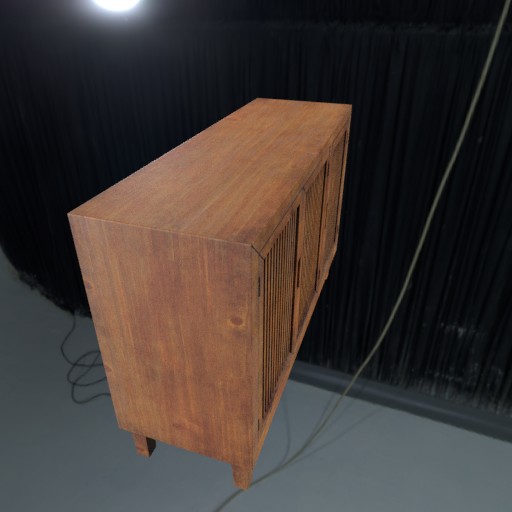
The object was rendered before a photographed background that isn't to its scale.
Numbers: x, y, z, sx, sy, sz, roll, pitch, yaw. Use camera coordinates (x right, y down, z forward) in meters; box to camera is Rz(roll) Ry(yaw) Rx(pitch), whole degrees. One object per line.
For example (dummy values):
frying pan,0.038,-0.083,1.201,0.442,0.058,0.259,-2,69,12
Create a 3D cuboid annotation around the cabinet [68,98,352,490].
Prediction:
cabinet,0.000,0.000,1.546,0.403,0.805,1.204,10,32,16
